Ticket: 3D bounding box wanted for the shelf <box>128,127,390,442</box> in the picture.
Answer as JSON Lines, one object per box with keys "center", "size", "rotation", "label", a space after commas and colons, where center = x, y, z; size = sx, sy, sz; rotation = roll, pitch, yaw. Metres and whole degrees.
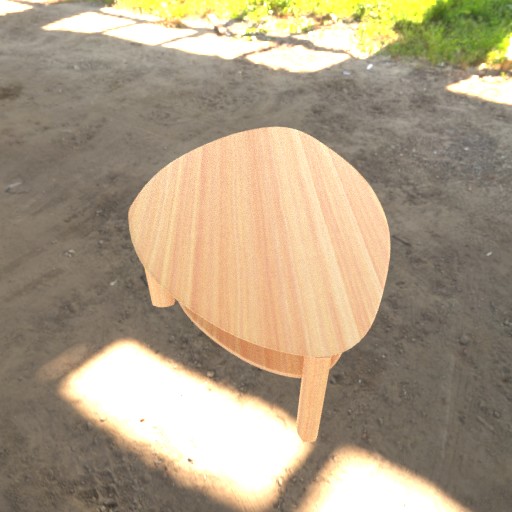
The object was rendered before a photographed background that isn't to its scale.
{"center": [0.000, 0.000, 1.632], "size": [0.845, 0.440, 1.246], "rotation": [-2, 40, -2], "label": "shelf"}
